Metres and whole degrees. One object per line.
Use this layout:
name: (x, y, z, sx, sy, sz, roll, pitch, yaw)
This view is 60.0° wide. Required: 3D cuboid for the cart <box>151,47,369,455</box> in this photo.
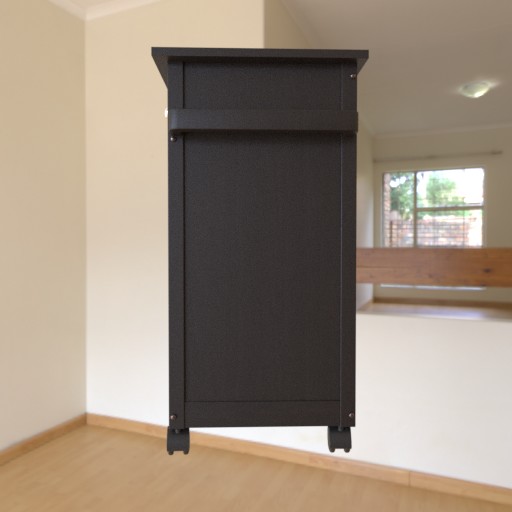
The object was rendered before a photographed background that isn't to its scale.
cart: (0.000, 0.000, 1.239, 0.456, 0.879, 0.660, 0, 1, -2)
